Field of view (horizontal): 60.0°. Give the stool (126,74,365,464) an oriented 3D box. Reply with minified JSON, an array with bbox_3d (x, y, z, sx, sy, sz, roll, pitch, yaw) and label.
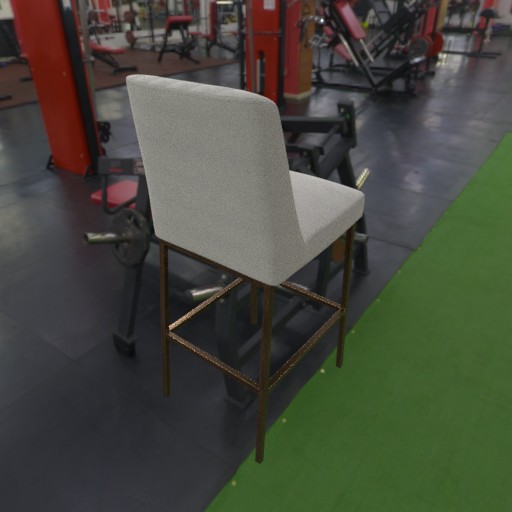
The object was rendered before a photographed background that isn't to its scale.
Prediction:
[{"bbox_3d":[0.000,0.000,1.370,0.462,1.084,0.546,22,38,32],"label":"stool"}]
